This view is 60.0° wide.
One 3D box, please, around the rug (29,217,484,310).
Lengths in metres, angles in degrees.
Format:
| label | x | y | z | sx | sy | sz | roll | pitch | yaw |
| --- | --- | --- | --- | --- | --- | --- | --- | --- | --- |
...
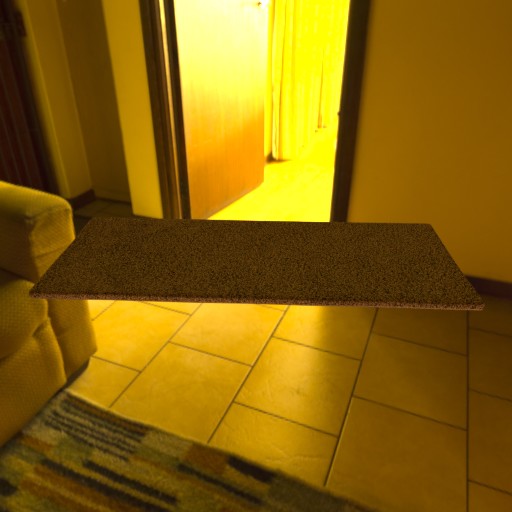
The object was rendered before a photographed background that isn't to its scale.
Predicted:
| label | x | y | z | sx | sy | sz | roll | pitch | yaw |
| --- | --- | --- | --- | --- | --- | --- | --- | --- | --- |
| rug | 0.000 | 0.000 | 1.736 | 1.524 | 0.030 | 0.609 | 1 | 30 | 2 |
